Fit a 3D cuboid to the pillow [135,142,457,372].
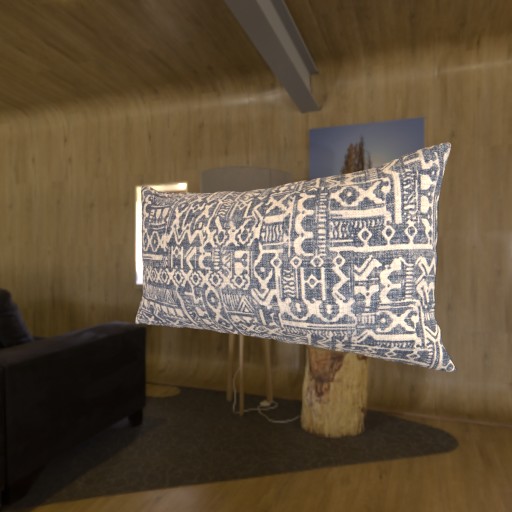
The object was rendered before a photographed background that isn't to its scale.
[{"bbox_3d":[0.000,0.000,0.747,0.631,0.292,0.148,0,1,37],"label":"pillow"}]
